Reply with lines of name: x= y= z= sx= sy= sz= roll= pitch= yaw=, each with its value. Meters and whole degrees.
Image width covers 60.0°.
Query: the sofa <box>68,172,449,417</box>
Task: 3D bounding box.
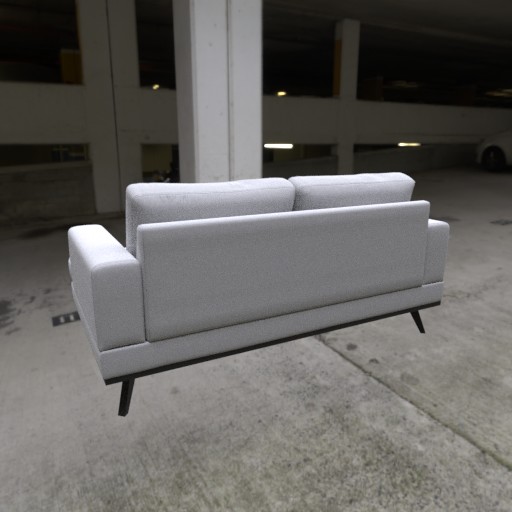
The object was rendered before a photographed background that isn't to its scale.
sofa: x=0.000 y=0.000 z=2.186 sx=1.650 sy=0.810 sz=0.920 roll=-8 pitch=16 yaw=-27
